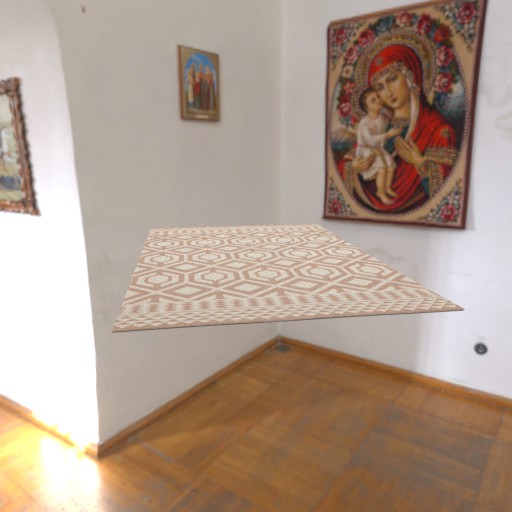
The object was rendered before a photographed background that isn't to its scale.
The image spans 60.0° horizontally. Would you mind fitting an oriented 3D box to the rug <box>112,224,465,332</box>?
[{"bbox_3d":[0.000,0.000,2.369,1.219,0.008,1.829,-2,14,-9],"label":"rug"}]
